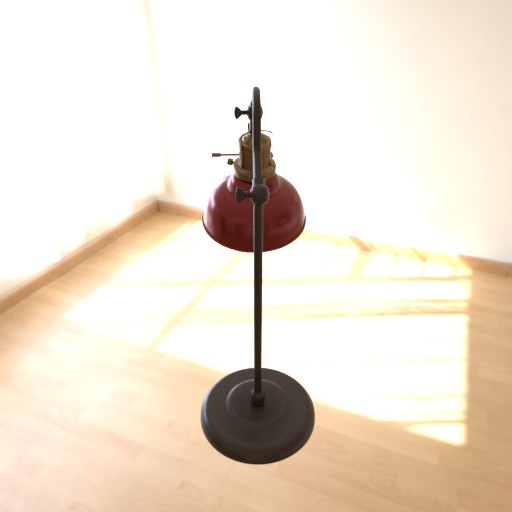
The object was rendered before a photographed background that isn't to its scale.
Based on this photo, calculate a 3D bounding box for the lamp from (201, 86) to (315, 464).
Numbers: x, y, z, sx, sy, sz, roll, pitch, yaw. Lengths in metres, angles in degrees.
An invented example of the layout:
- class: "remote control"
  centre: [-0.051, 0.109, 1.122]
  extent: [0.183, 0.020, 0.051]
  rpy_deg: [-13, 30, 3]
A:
- class: "lamp"
  centre: [0.000, 0.000, 0.702]
  extent: [0.192, 0.508, 0.374]
  rpy_deg: [-1, 30, -2]
